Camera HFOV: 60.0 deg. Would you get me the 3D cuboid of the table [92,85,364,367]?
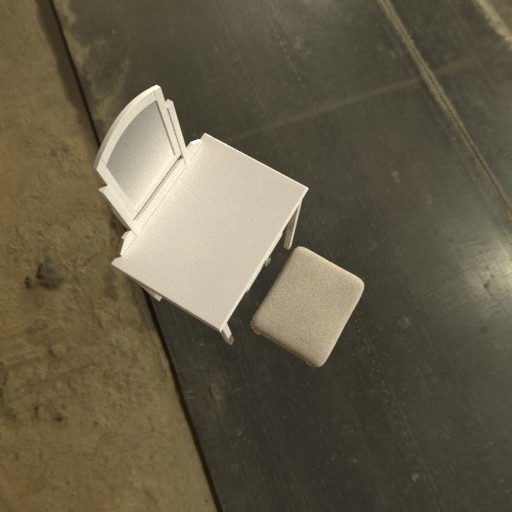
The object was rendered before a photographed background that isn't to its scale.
[{"bbox_3d":[0.000,0.000,2.316,1.211,1.631,0.876,30,75,9],"label":"table"}]
